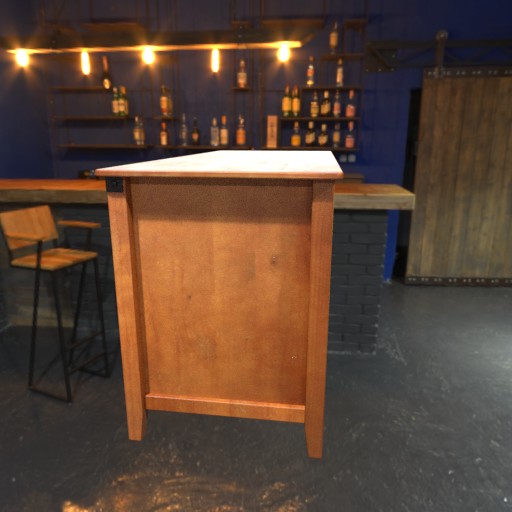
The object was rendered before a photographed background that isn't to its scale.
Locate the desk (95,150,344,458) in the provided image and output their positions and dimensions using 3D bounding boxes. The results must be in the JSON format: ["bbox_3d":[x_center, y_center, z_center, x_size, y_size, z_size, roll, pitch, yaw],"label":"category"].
[{"bbox_3d":[0.000,0.000,1.732,0.574,0.756,1.353,2,15,8],"label":"desk"}]
